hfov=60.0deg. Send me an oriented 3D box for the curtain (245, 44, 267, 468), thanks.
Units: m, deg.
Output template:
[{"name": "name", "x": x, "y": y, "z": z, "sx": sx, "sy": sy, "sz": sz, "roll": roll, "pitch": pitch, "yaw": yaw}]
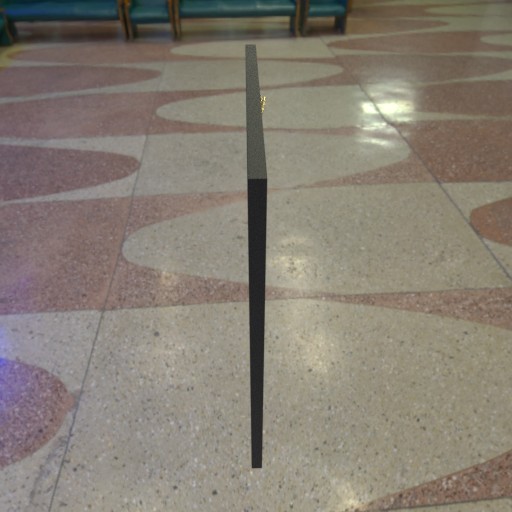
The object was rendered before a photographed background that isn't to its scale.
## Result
[{"name": "curtain", "x": 0.000, "y": 0.000, "z": 0.794, "sx": 0.027, "sy": 0.585, "sz": 0.483, "roll": -1, "pitch": 39, "yaw": -1}]
